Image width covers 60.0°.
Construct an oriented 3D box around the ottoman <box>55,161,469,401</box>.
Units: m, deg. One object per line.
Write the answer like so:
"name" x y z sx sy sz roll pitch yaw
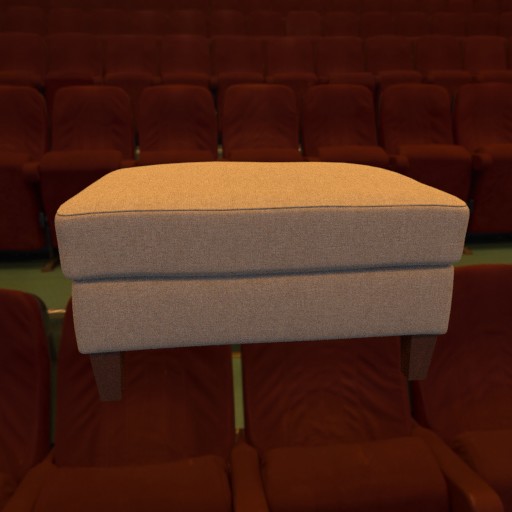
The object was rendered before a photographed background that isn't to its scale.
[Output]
"ottoman" 0.000 0.000 1.283 0.898 0.519 0.677 -2 18 -6
